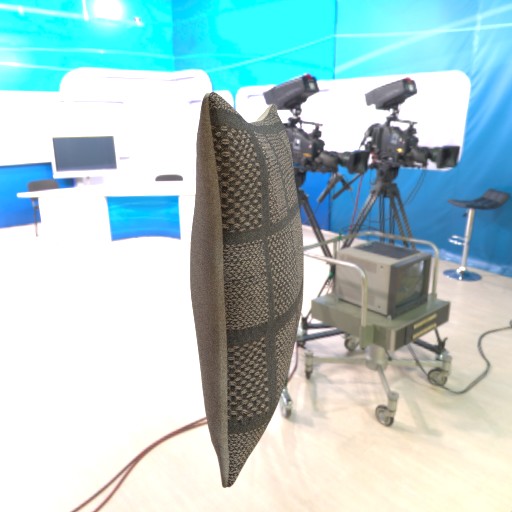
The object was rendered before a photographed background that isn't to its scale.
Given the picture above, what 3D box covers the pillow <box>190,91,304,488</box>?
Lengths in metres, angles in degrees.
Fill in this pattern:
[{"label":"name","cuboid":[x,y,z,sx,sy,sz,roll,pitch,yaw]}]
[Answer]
[{"label":"pillow","cuboid":[0.000,0.000,0.648,0.138,0.432,0.435,3,18,9]}]
